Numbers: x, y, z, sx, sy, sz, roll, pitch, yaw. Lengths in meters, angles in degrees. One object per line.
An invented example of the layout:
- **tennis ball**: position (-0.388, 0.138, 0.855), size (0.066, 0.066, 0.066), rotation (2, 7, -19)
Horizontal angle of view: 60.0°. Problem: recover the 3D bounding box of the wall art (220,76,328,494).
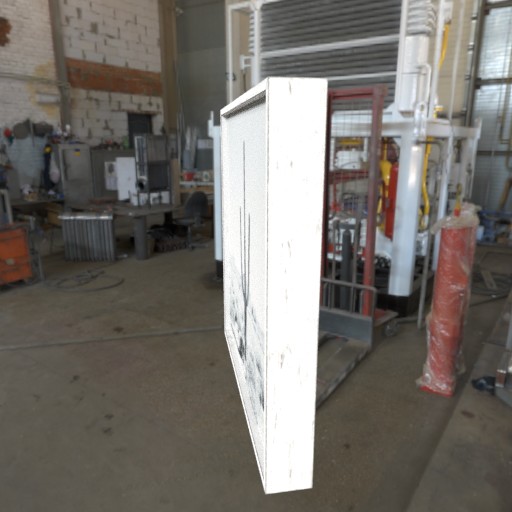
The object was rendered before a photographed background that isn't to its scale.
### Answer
- **wall art**: position (0.000, 0.000, 0.456), size (0.038, 0.305, 0.305), rotation (-3, 15, -10)
